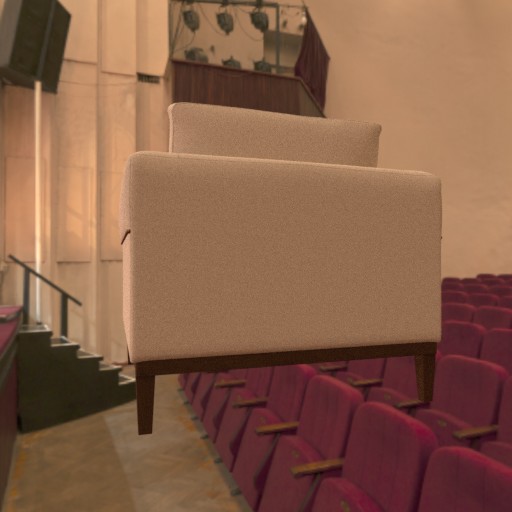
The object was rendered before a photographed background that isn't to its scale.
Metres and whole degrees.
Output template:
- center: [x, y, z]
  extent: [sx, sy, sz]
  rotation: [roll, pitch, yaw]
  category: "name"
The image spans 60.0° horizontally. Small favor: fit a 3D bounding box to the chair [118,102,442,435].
- center: [0.000, 0.000, 1.660]
  extent: [0.982, 0.915, 0.896]
  rotation: [0, -1, -18]
  category: "chair"
